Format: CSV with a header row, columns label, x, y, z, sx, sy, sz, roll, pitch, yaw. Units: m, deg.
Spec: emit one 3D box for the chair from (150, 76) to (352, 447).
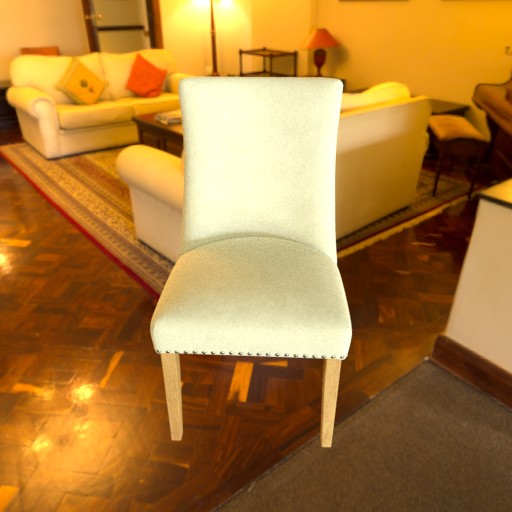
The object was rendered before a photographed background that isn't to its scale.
label,x,y,z,sx,sy,sz,roll,pitch,yaw
chair,0.000,0.000,1.283,0.495,0.902,0.610,1,29,3
